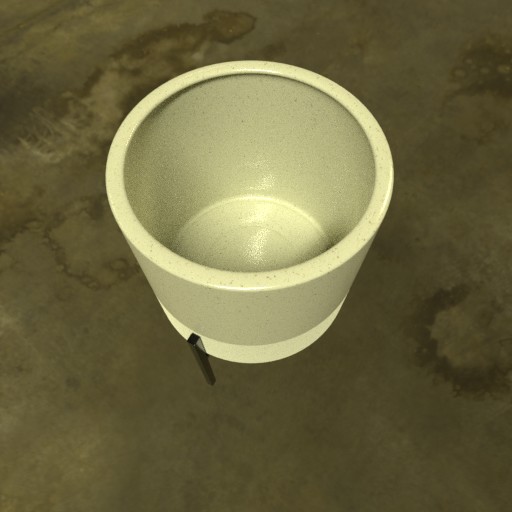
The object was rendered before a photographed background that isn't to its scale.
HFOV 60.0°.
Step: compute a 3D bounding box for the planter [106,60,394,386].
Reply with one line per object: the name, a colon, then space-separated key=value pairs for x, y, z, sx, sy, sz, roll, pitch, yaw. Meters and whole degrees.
planter: x=0.000 y=0.000 z=0.337 sx=0.159 sy=0.230 sz=0.152 roll=-2 pitch=63 yaw=-1
